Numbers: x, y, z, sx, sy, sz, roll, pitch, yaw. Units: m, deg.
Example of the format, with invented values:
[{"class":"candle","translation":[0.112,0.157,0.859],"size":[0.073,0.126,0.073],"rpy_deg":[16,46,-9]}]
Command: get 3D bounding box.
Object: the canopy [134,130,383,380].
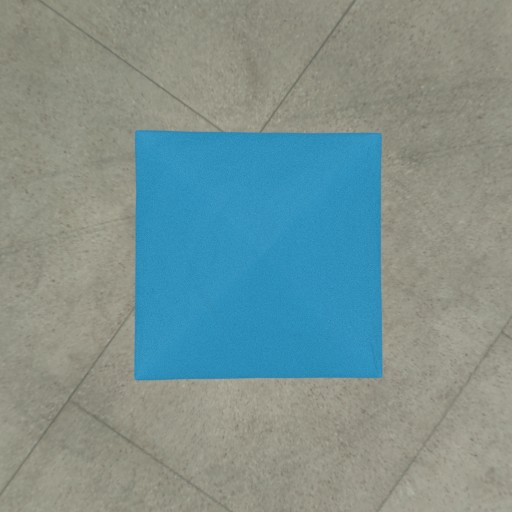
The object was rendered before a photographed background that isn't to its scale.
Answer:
[{"class":"canopy","translation":[0.000,0.000,5.101],"size":[2.849,2.850,2.850],"rpy_deg":[0,89,-2]}]
